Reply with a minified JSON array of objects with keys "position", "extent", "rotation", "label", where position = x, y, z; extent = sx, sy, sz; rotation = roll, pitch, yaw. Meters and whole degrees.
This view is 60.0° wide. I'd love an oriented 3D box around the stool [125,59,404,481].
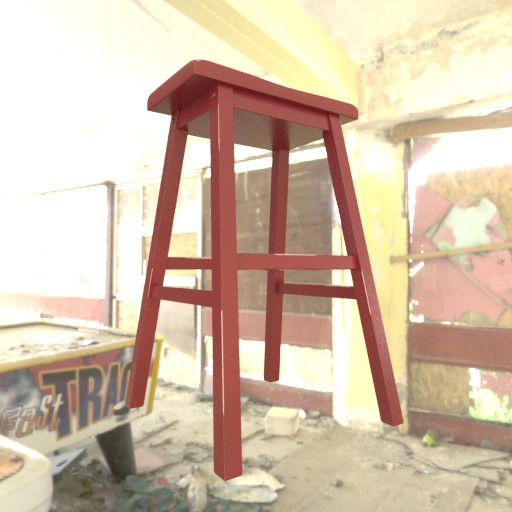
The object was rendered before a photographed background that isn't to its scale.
[{"position":[0.000,0.000,1.042],"extent":[0.457,0.737,0.476],"rotation":[1,-2,-35],"label":"stool"}]
